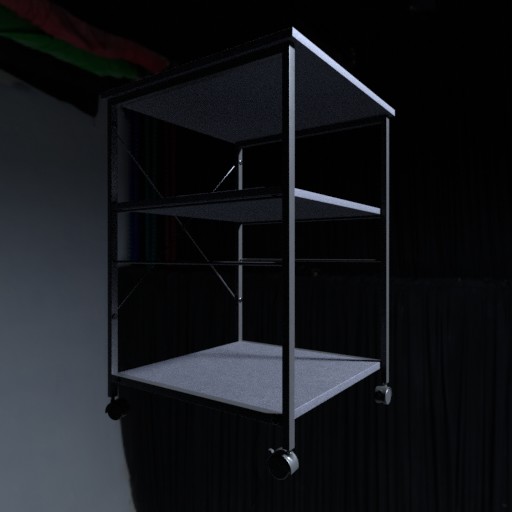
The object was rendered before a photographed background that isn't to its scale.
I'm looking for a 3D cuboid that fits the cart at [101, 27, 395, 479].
[{"bbox_3d":[0.000,0.000,1.098,0.520,0.762,0.521,0,0,35],"label":"cart"}]
